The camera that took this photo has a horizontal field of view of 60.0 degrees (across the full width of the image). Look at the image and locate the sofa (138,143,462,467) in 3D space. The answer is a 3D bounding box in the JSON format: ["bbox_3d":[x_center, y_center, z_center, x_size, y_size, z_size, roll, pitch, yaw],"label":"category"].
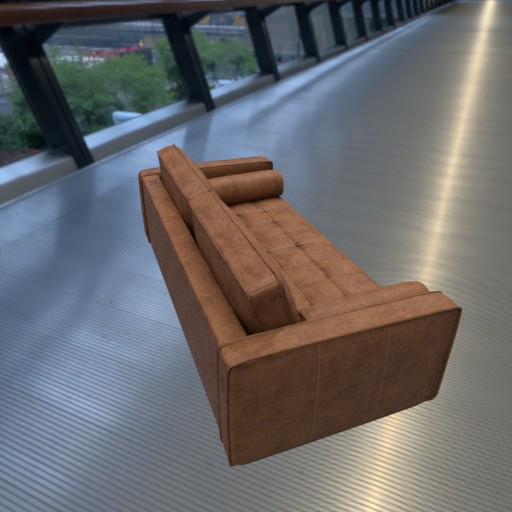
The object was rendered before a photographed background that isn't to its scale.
[{"bbox_3d":[0.000,0.000,2.328,0.924,0.825,1.920,-11,32,-18],"label":"sofa"}]
